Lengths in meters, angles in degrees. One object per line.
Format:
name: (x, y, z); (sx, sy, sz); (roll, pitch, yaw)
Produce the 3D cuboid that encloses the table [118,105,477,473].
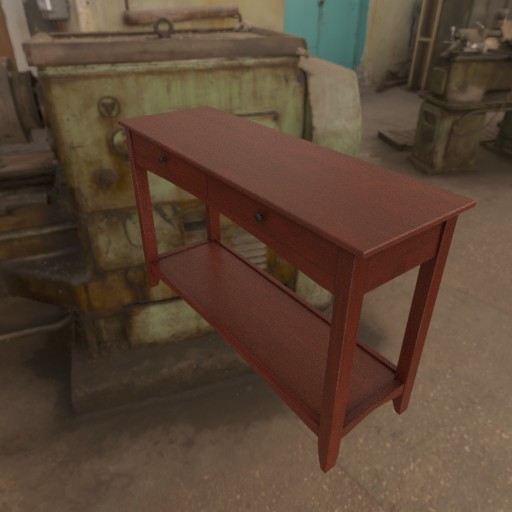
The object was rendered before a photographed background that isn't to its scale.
table: (0.000, 0.000, 1.524); (0.392, 0.739, 1.188); (-21, 37, -31)
